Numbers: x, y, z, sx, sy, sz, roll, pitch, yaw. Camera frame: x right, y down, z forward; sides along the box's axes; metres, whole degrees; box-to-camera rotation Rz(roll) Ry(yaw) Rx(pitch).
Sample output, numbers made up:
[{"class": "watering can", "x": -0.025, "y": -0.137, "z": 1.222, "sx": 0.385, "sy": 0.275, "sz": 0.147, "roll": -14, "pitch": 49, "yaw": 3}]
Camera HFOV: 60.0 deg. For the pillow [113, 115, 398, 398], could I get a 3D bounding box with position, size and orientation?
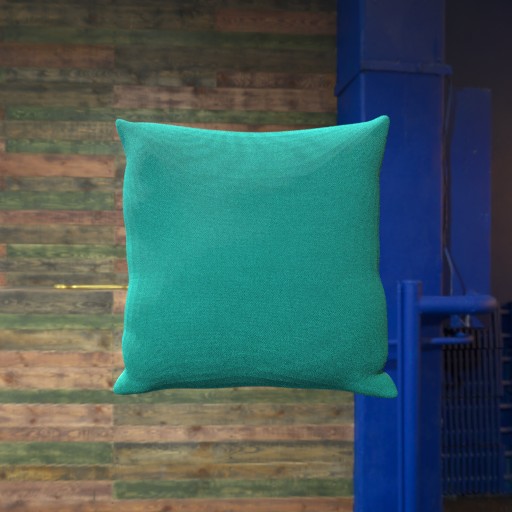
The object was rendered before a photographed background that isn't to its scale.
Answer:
[{"class": "pillow", "x": 0.000, "y": 0.000, "z": 0.694, "sx": 0.440, "sy": 0.441, "sz": 0.182, "roll": 0, "pitch": 0, "yaw": -1}]
